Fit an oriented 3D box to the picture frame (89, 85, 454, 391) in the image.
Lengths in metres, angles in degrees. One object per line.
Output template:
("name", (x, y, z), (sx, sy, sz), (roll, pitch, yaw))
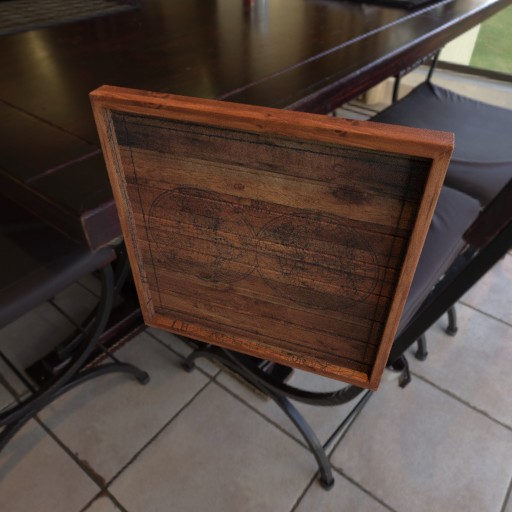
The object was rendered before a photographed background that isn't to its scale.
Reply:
("picture frame", (0.000, 0.000, 0.531), (0.352, 0.356, 0.028), (13, 42, 15))
